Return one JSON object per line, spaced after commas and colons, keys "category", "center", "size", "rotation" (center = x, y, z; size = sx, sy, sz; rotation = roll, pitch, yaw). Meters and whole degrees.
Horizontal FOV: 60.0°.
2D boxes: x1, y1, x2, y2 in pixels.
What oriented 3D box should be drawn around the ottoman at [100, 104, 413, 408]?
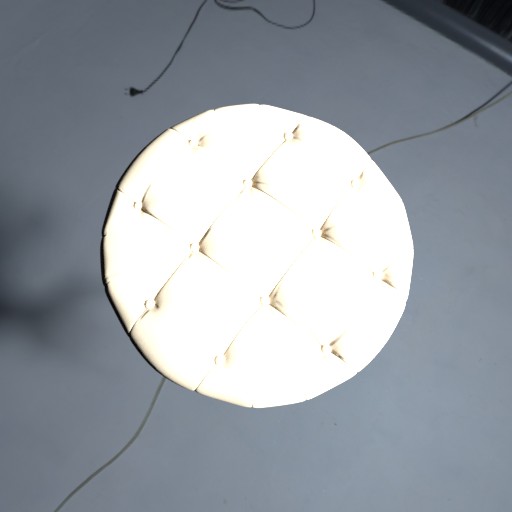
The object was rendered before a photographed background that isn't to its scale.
{"category": "ottoman", "center": [0.000, 0.000, 1.416], "size": [0.901, 0.439, 0.901], "rotation": [0, 77, 0]}
